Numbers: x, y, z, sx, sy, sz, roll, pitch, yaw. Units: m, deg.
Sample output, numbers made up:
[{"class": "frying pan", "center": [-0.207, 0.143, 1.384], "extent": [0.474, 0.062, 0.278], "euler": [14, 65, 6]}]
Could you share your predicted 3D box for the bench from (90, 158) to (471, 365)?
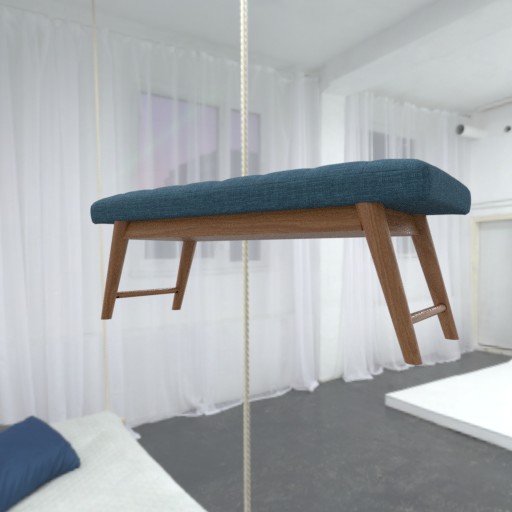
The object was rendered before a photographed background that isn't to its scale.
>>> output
[{"class": "bench", "center": [0.000, 0.000, 1.339], "extent": [1.118, 0.432, 0.406], "euler": [0, 0, 37]}]
